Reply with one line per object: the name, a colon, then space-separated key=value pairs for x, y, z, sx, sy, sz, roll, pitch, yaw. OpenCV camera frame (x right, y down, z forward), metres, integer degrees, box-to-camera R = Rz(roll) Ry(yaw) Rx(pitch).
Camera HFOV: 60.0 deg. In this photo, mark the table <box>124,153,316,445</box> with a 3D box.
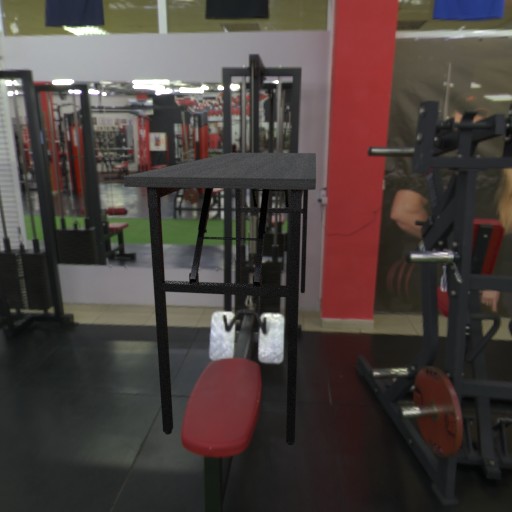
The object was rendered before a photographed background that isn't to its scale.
table: x=0.000 y=0.000 z=1.775 sx=0.449 sy=0.750 sz=1.399 roll=2 pitch=15 yaw=7
